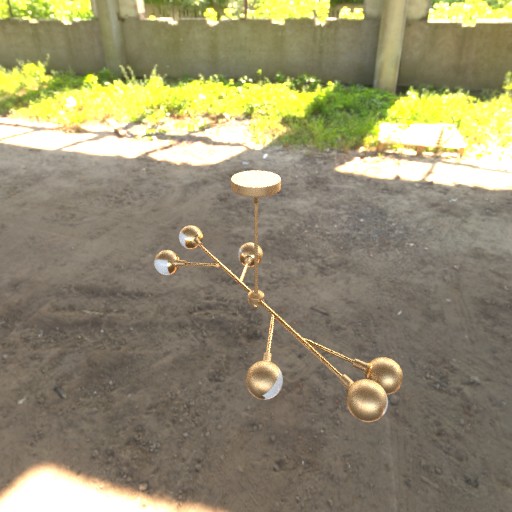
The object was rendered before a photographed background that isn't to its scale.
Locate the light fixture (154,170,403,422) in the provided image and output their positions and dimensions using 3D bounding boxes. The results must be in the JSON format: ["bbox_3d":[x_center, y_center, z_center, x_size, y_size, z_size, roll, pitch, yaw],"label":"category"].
[{"bbox_3d":[0.000,0.000,0.990,0.434,0.362,0.778,-8,30,-14],"label":"light fixture"}]
